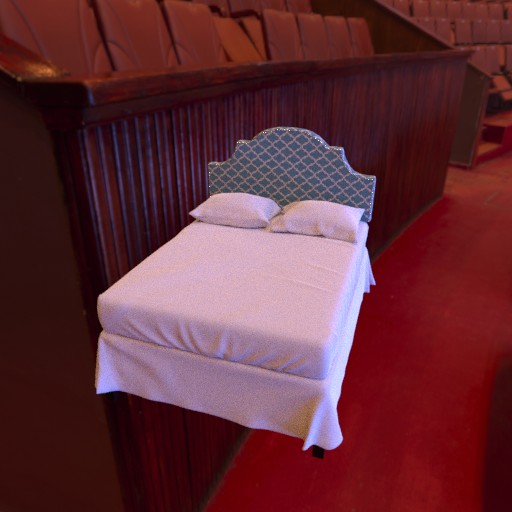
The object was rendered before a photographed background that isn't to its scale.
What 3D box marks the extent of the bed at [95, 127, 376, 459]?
[{"bbox_3d":[0.000,0.000,3.447,1.780,1.633,2.222,9,28,17],"label":"bed"}]
